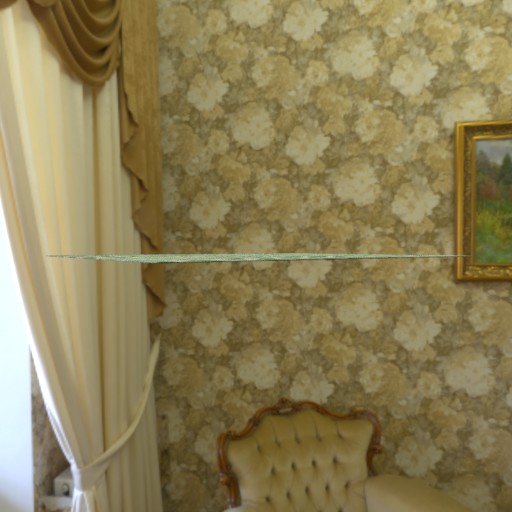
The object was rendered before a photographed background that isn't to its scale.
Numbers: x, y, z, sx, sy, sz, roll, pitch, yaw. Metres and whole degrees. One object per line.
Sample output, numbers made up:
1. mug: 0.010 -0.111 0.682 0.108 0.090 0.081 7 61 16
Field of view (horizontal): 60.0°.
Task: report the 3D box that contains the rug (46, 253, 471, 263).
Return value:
1. rug: 0.000 0.000 4.056 3.045 0.007 2.436 -1 1 -37
